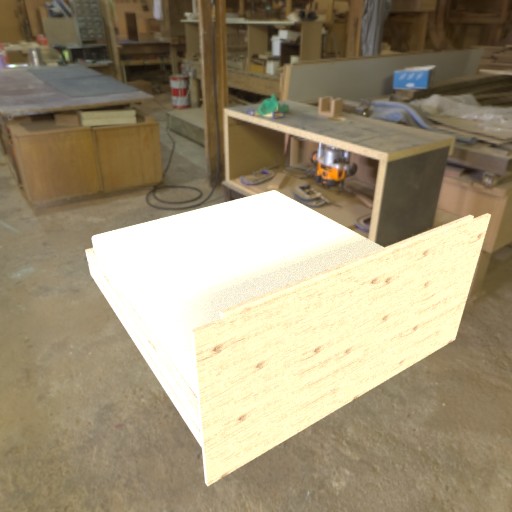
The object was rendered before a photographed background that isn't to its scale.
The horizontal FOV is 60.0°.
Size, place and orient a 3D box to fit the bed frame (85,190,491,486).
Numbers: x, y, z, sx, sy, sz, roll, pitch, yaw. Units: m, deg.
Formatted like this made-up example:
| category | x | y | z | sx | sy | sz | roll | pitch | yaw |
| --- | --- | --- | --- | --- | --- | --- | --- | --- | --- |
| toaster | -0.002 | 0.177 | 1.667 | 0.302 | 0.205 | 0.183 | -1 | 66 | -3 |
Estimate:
| category | x | y | z | sx | sy | sz | roll | pitch | yaw |
| --- | --- | --- | --- | --- | --- | --- | --- | --- | --- |
| bed frame | 0.000 | 0.000 | 3.132 | 1.950 | 0.970 | 2.080 | -18 | 35 | -29 |
